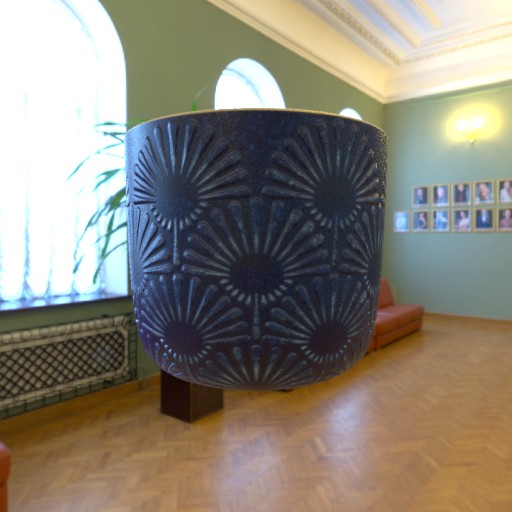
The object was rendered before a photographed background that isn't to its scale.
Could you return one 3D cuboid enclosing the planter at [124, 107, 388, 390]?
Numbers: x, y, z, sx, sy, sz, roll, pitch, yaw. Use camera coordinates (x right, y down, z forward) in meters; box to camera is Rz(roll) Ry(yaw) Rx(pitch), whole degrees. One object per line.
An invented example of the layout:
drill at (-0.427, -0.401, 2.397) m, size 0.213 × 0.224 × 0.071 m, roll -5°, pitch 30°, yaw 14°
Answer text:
planter at (0.000, 0.000, 0.219) m, size 0.124 × 0.109 × 0.124 m, roll 0°, pitch 2°, yaw 0°
